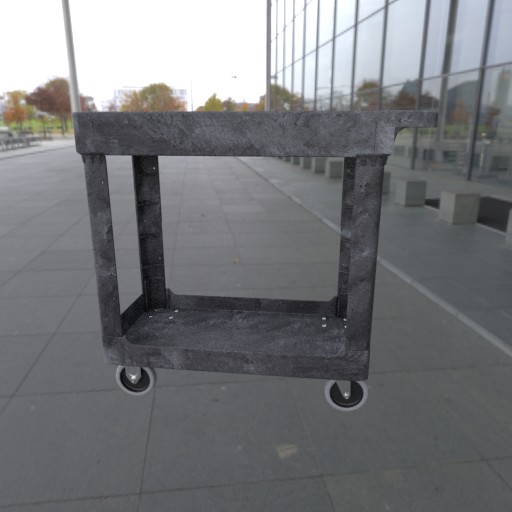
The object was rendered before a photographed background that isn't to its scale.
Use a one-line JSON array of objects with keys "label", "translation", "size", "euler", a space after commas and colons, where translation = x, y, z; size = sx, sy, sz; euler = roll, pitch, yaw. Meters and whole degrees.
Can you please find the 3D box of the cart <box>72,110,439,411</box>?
[{"label": "cart", "translation": [0.000, 0.000, 1.344], "size": [0.877, 0.824, 0.420], "euler": [2, 17, 7]}]
